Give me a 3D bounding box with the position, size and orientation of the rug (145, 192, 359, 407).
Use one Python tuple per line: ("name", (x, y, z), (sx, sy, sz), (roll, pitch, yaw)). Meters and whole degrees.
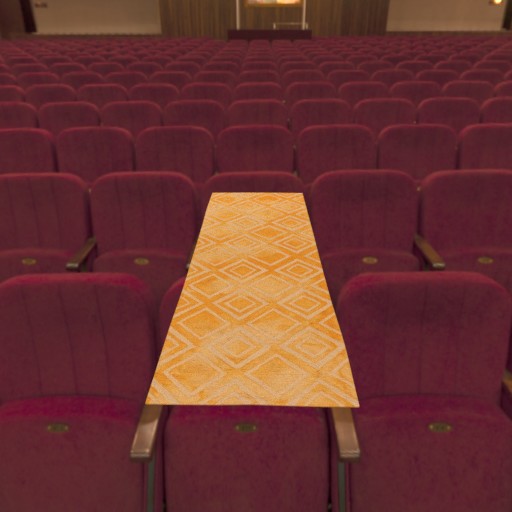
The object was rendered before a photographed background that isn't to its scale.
("rug", (0.000, 0.000, 2.671), (0.775, 0.010, 2.438), (0, 26, 1))
